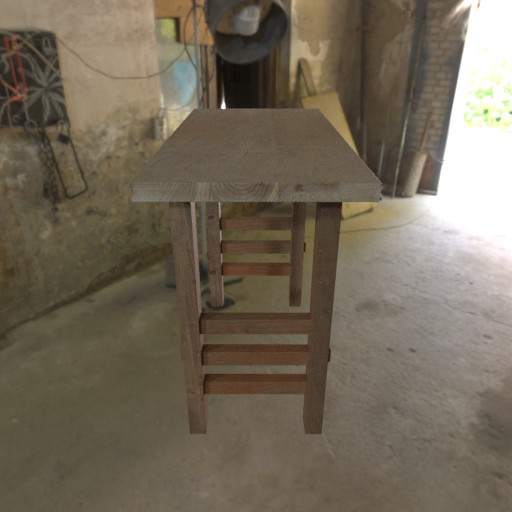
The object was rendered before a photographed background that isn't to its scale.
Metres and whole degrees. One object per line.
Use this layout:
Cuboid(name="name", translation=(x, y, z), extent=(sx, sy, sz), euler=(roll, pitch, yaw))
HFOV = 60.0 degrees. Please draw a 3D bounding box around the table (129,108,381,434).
Cuboid(name="table", translation=(0.000, 0.000, 1.679), extent=(0.556, 0.914, 1.119), euler=(0, 26, 0))
